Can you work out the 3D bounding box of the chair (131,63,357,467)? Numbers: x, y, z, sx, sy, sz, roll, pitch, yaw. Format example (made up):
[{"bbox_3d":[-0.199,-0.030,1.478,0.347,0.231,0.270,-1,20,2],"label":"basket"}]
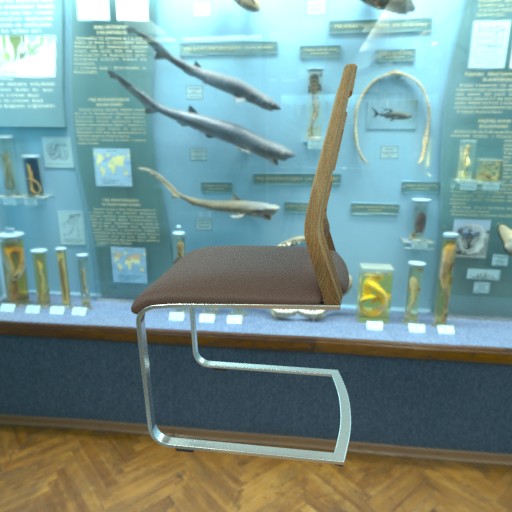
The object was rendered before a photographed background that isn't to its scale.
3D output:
[{"bbox_3d":[0.000,0.000,1.242,0.570,0.970,0.460,2,15,8],"label":"chair"}]
